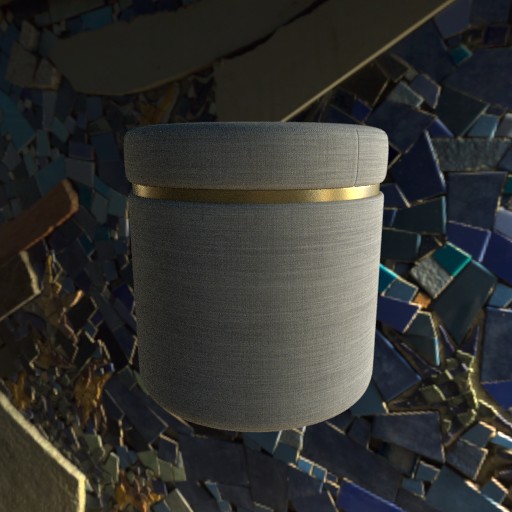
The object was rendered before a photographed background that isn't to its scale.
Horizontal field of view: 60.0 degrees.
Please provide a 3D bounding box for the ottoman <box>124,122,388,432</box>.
[{"bbox_3d":[0.000,0.000,0.737,0.400,0.406,0.400,0,13,0],"label":"ottoman"}]
